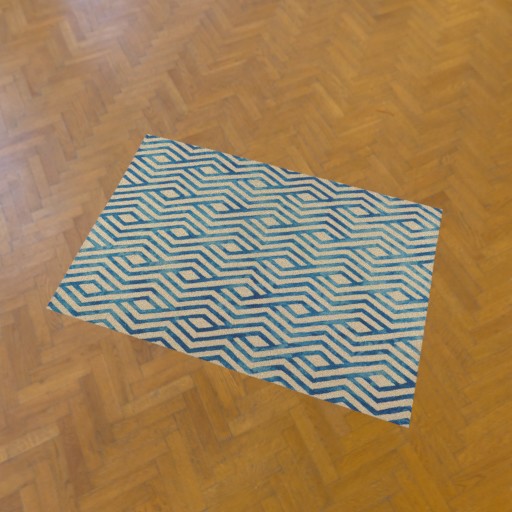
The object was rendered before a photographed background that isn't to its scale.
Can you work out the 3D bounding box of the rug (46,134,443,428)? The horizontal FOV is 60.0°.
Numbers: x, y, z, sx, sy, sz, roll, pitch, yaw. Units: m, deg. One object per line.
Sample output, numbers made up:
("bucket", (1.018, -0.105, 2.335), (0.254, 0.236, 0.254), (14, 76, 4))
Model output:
("rug", (0.000, 0.000, 2.374), (1.830, 0.008, 1.225), (16, 64, 8))
